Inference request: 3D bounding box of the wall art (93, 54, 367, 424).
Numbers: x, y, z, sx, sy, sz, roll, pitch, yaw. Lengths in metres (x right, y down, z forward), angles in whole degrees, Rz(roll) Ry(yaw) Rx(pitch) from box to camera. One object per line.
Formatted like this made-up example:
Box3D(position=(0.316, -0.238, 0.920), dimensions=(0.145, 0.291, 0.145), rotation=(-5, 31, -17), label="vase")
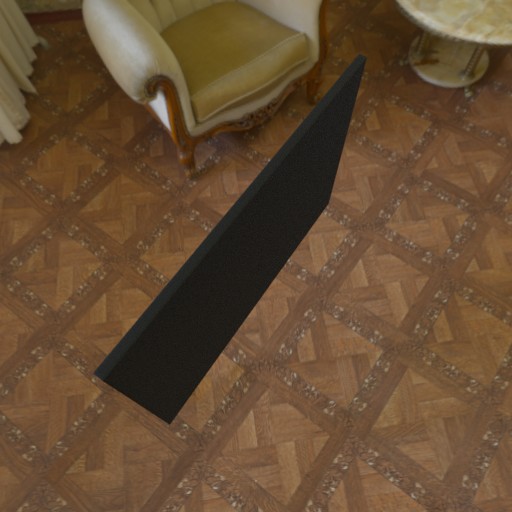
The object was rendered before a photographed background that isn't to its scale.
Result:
Box3D(position=(0.000, 0.000, 1.231), dimensions=(0.049, 0.659, 0.964), rotation=(33, 68, 15), label="wall art")
